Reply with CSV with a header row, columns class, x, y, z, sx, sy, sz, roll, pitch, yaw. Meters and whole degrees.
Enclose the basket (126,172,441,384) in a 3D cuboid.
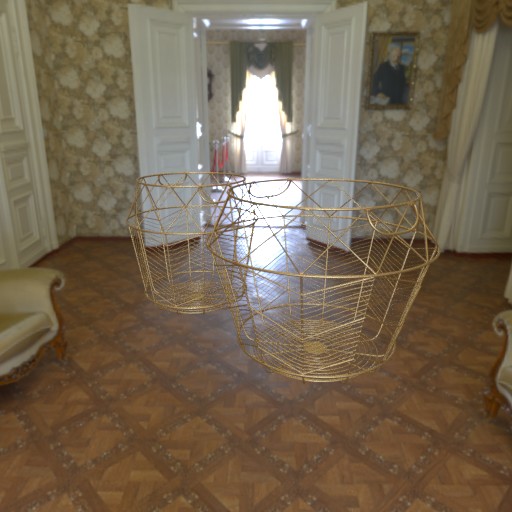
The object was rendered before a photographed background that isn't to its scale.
class,x,y,z,sx,sy,sz,roll,pitch,yaw
basket,0.000,0.000,1.025,0.805,0.343,0.451,16,23,42
